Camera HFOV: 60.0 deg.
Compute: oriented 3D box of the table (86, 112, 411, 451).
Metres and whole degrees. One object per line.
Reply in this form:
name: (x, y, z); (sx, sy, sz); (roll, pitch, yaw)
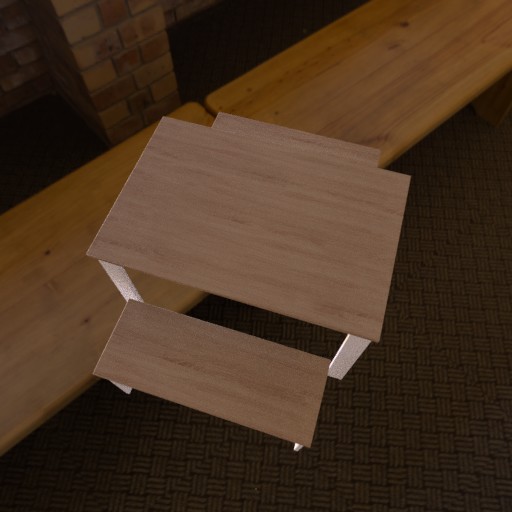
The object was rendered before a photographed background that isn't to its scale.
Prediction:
table: (0.000, 0.000, 2.040); (1.100, 0.700, 1.443); (16, 63, 8)
